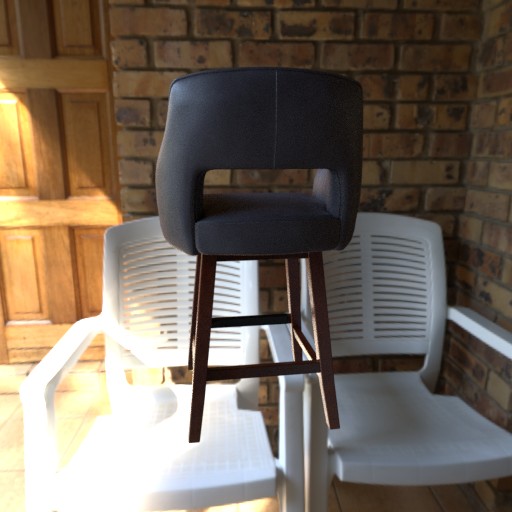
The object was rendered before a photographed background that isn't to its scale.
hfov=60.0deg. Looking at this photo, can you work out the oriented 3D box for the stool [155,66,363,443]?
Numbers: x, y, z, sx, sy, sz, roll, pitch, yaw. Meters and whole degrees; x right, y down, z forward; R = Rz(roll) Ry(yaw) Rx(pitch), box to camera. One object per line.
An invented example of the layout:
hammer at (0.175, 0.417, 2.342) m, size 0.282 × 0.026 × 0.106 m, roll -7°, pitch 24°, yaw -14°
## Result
stool at (0.000, 0.000, 1.290) m, size 0.550 × 0.936 × 0.560 m, roll -2°, pitch 13°, yaw -9°
